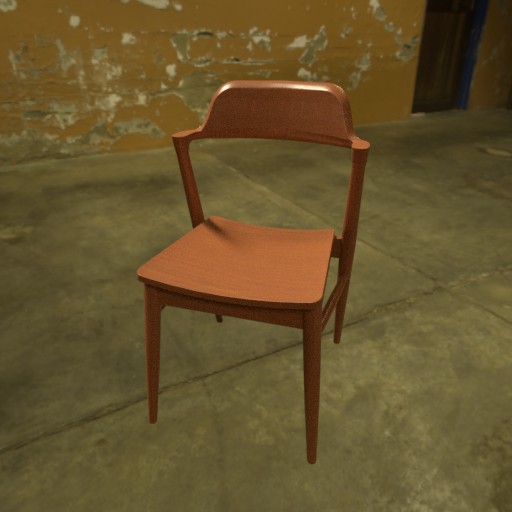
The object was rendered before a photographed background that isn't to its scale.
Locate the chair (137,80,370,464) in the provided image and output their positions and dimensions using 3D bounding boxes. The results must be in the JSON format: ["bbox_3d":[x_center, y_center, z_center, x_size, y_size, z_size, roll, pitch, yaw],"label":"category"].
[{"bbox_3d":[0.000,0.000,1.137,0.496,0.801,0.499,8,27,15],"label":"chair"}]
